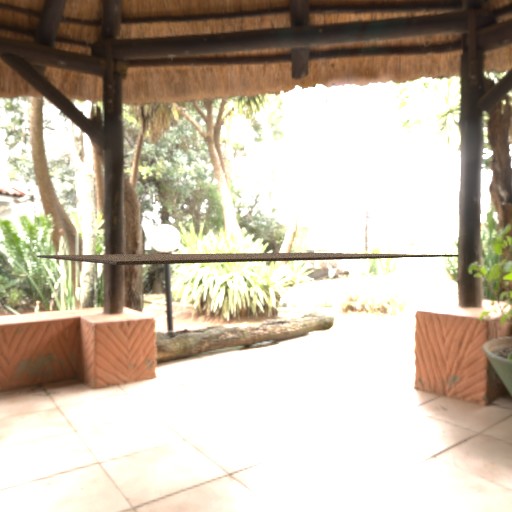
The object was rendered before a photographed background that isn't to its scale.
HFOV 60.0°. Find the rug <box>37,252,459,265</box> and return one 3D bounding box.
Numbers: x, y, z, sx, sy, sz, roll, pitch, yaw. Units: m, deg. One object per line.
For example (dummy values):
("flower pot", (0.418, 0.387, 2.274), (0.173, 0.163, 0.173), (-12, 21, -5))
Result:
("rug", (0.000, 0.000, 3.012), (2.438, 0.015, 1.524), (-1, 1, -37))
